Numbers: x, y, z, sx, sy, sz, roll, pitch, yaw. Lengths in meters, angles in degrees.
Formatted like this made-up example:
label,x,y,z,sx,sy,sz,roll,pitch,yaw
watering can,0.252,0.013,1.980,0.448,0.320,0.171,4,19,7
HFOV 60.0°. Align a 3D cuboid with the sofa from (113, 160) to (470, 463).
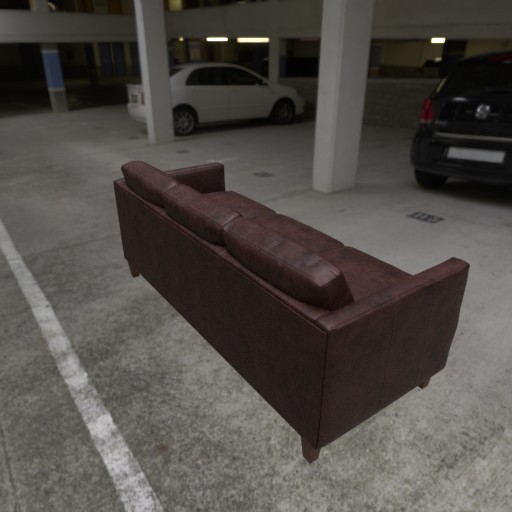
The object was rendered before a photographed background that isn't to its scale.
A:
label,x,y,z,sx,sy,sz,roll,pitch,yaw
sofa,0.000,0.000,2.991,1.045,1.006,2.464,-17,31,-31
